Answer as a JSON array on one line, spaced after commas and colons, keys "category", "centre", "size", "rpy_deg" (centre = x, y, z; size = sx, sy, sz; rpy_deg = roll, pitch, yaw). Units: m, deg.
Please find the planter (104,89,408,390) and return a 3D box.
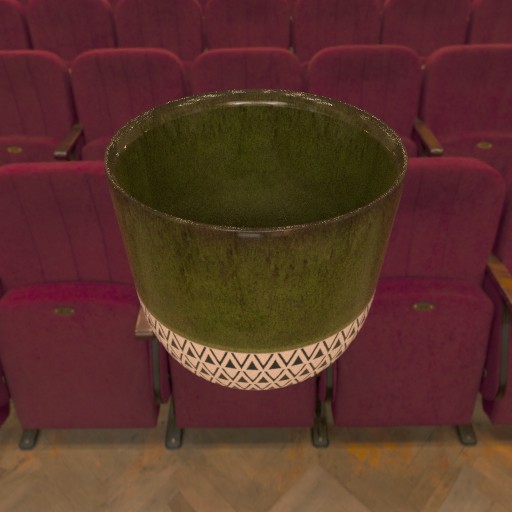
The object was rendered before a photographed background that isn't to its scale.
[{"category": "planter", "centre": [0.000, 0.000, 0.485], "size": [0.266, 0.270, 0.266], "rpy_deg": [0, 40, 0]}]
